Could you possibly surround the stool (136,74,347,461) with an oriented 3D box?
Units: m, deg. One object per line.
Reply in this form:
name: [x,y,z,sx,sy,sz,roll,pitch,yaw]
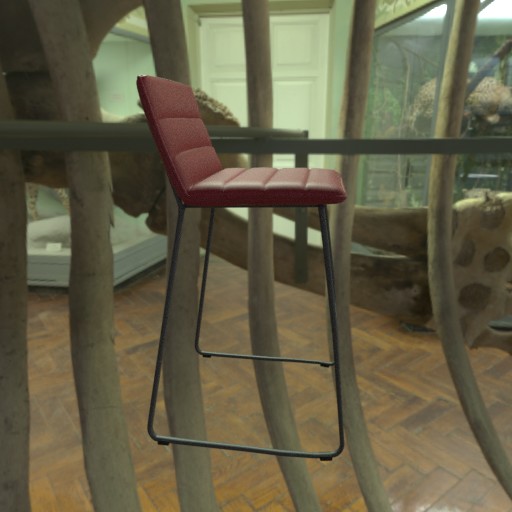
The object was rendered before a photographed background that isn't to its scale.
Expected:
stool: [0.000,0.000,1.254,0.524,0.937,0.489,3,17,8]
